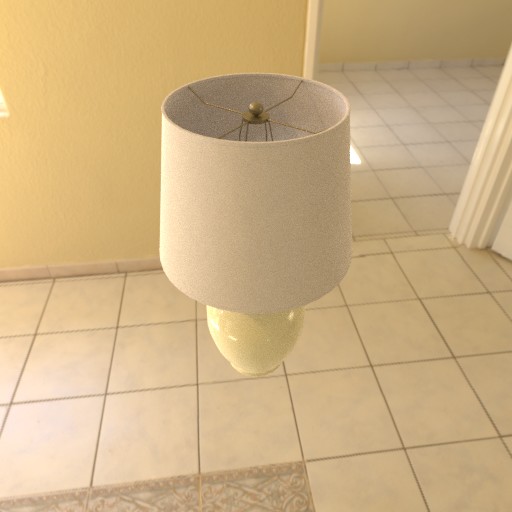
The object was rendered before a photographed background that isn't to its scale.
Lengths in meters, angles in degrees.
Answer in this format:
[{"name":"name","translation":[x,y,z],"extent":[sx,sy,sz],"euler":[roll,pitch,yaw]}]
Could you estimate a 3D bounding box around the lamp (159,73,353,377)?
[{"name":"lamp","translation":[0.000,0.000,0.572],"extent":[0.239,0.399,0.239],"euler":[0,39,0]}]
